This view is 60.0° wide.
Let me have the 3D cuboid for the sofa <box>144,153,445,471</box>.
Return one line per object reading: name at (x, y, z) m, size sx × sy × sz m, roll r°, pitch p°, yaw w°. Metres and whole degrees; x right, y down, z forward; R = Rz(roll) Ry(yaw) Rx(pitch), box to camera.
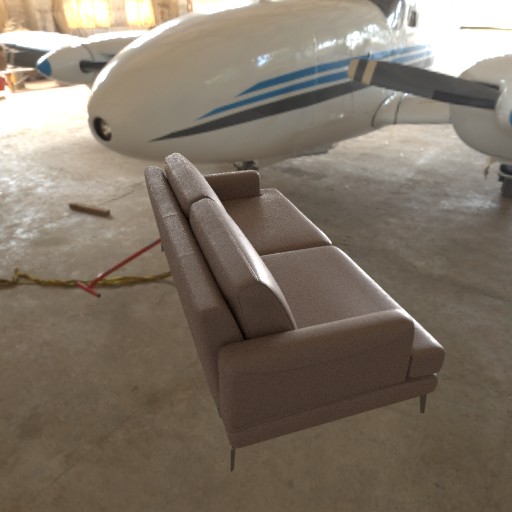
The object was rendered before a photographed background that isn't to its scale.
sofa at (0.000, 0.000, 2.415) m, size 0.974 × 0.765 × 1.940 m, roll -9°, pitch 30°, yaw -16°
